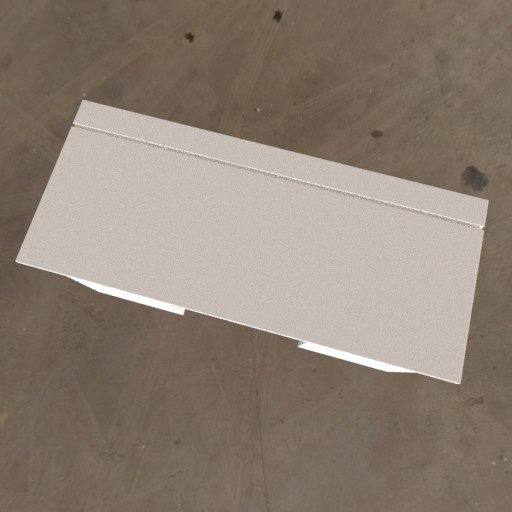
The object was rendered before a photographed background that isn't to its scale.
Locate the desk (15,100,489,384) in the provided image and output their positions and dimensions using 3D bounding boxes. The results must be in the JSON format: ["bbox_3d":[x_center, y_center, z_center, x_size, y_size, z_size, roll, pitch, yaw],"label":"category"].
[{"bbox_3d":[0.000,0.000,1.960,1.580,0.760,0.670,15,76,4],"label":"desk"}]
